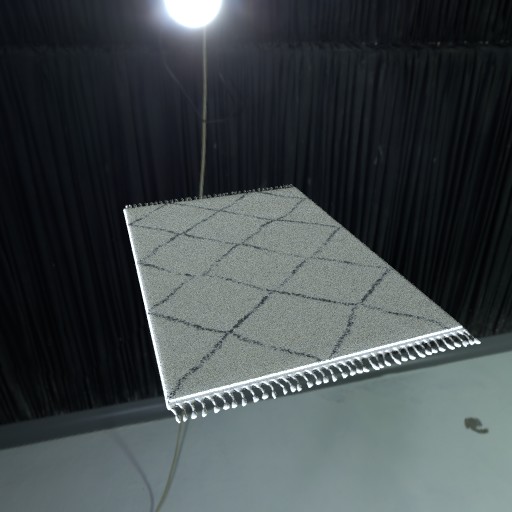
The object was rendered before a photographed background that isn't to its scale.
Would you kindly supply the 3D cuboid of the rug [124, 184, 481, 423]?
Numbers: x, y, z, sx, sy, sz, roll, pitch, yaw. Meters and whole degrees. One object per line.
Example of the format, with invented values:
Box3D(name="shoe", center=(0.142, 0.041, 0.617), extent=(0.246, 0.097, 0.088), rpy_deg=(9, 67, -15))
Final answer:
Box3D(name="rug", center=(0.000, 0.000, 2.867), extent=(1.494, 0.031, 2.307), rpy_deg=(-10, 31, -17))
